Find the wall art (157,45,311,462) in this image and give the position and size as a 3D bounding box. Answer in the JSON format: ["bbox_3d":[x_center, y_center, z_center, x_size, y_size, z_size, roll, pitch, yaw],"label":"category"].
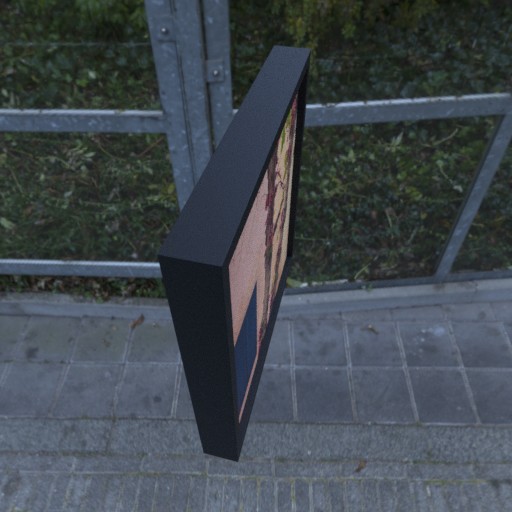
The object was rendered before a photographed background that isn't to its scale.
[{"bbox_3d":[0.000,0.000,0.457,0.038,0.304,0.305,10,47,10],"label":"wall art"}]
